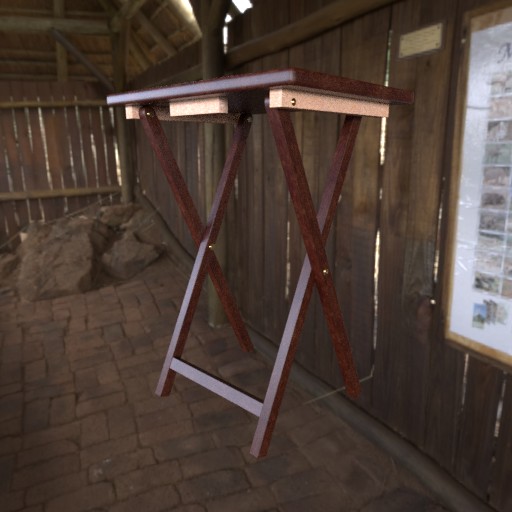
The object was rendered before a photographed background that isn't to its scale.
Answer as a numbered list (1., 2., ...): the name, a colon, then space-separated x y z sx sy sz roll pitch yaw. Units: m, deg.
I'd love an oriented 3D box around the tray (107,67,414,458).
1. tray: 0.000 0.000 0.952 0.483 0.660 0.381 13 19 41
